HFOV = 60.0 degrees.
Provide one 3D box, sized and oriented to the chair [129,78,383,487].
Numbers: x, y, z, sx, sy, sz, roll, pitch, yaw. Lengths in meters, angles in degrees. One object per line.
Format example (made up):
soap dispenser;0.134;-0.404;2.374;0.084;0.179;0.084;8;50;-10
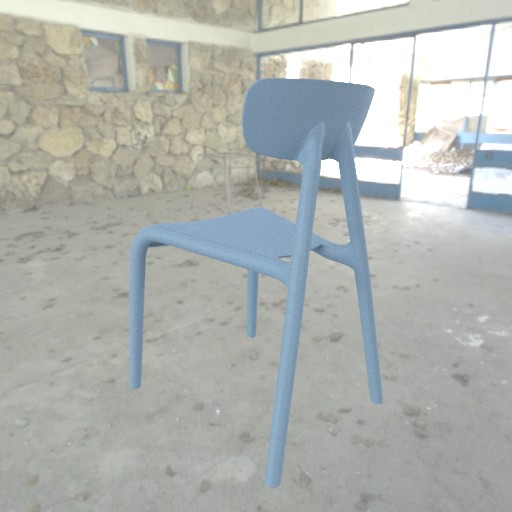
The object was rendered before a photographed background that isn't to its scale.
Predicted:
chair;0.000;0.000;0.820;0.356;0.580;0.401;-15;22;-42
